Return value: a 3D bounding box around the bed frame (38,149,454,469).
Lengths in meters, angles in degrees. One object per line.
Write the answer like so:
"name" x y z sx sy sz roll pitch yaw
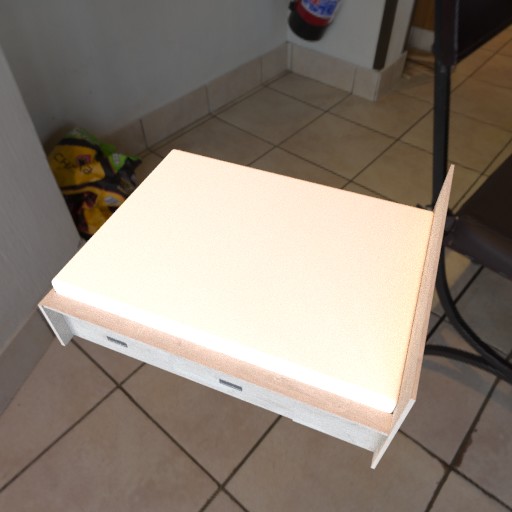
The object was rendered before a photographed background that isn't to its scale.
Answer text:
"bed frame" 0.000 0.000 2.737 1.960 0.800 1.622 16 49 15
